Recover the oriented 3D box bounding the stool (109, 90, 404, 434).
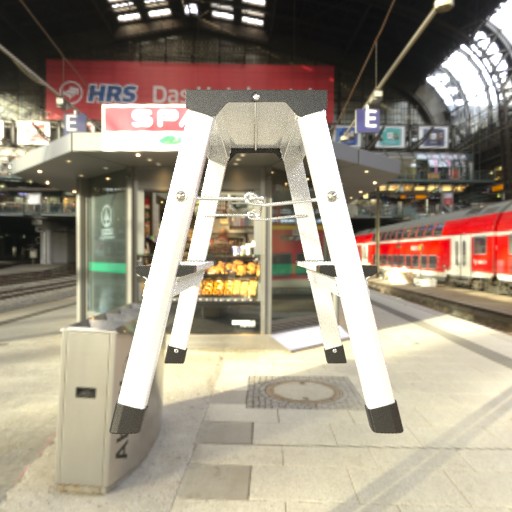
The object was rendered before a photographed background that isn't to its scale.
[{"bbox_3d":[0.000,0.000,0.801,0.405,0.480,0.404,0,1,0],"label":"stool"}]
